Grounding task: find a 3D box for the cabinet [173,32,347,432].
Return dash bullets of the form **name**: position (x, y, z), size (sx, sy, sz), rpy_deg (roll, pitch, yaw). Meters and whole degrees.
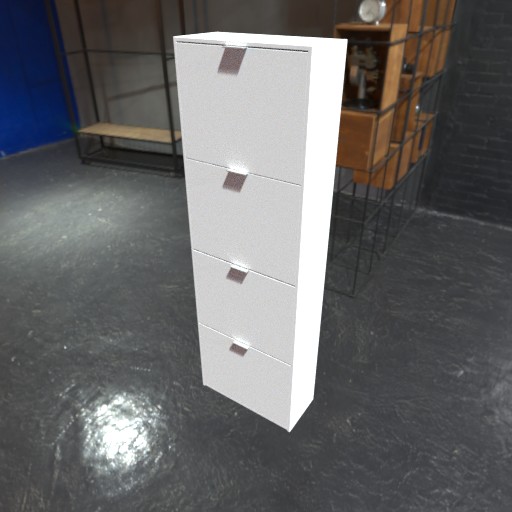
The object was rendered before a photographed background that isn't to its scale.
- **cabinet**: position (0.000, 0.000, 1.842), size (0.520, 1.630, 0.255), rpy_deg (19, 36, 29)
